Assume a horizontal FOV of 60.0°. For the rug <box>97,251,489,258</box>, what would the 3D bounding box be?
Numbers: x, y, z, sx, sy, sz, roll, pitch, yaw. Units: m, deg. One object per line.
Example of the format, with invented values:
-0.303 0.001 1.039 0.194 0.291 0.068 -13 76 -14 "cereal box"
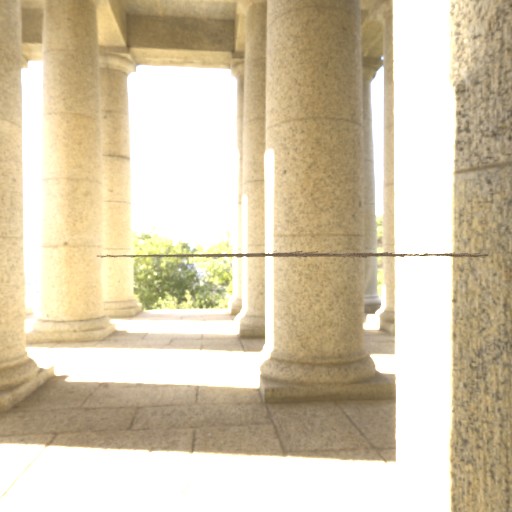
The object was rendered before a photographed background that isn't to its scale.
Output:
0.000 0.000 3.129 1.528 0.034 2.523 0 0 -35 "rug"
